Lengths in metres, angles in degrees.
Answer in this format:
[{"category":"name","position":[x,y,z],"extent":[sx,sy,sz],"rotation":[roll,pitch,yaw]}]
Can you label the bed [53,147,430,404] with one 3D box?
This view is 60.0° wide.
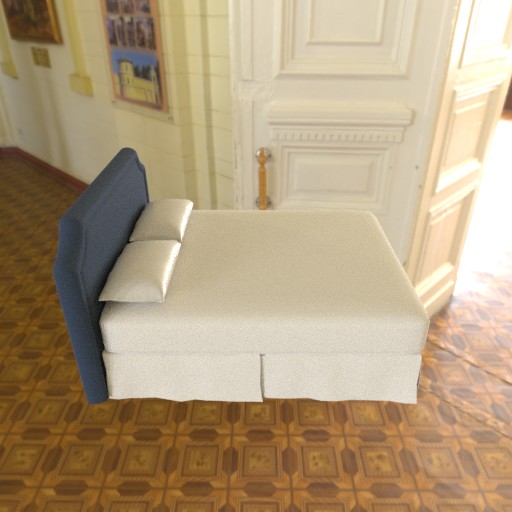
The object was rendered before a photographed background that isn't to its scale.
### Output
[{"category":"bed","position":[0.000,0.000,3.415],"extent":[2.260,1.297,1.831],"rotation":[0,30,0]}]
